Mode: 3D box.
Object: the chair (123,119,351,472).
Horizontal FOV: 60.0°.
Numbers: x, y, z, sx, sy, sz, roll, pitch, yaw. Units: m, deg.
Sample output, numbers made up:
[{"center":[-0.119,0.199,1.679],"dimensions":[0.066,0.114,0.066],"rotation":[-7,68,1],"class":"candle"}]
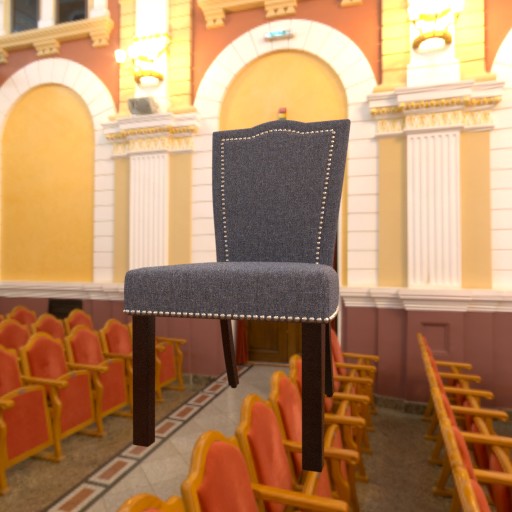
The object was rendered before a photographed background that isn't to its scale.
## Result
[{"center":[0.000,0.000,1.293],"dimensions":[0.518,0.946,0.589],"rotation":[0,-1,18],"class":"chair"}]
